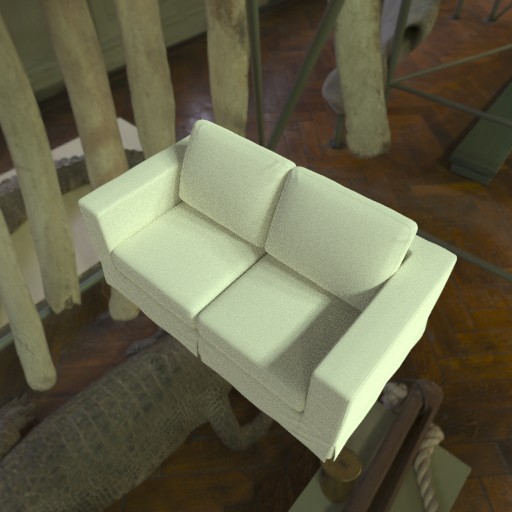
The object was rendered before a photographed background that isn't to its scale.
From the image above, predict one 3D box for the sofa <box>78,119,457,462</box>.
[{"bbox_3d":[0.000,0.000,2.476,1.813,0.932,1.009,32,55,26],"label":"sofa"}]
